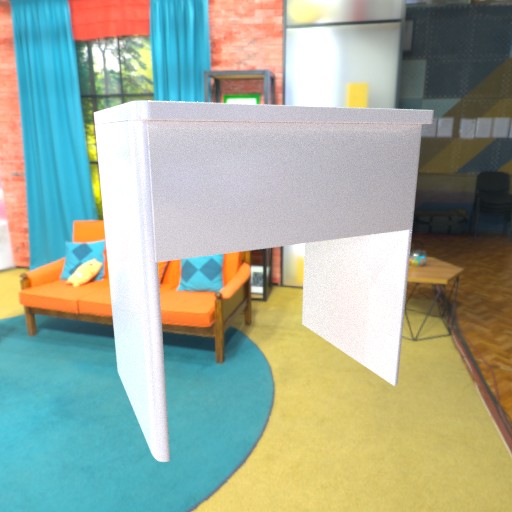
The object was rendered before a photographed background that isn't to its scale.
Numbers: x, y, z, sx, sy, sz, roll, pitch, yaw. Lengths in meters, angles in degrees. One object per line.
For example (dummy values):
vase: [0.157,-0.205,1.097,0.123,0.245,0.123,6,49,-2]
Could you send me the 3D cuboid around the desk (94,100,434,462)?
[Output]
desk: [0.000,0.000,1.291,0.762,0.800,0.549,-8,17,-26]
